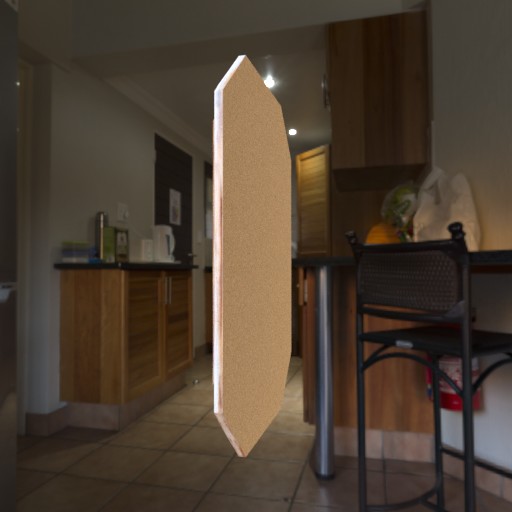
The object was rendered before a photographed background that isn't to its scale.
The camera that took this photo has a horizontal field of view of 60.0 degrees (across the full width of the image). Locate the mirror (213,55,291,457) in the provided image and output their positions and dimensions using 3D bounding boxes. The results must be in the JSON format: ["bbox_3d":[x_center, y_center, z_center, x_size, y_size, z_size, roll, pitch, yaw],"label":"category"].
[{"bbox_3d":[0.000,0.000,1.311,0.061,1.015,0.709,0,-1,17],"label":"mirror"}]
